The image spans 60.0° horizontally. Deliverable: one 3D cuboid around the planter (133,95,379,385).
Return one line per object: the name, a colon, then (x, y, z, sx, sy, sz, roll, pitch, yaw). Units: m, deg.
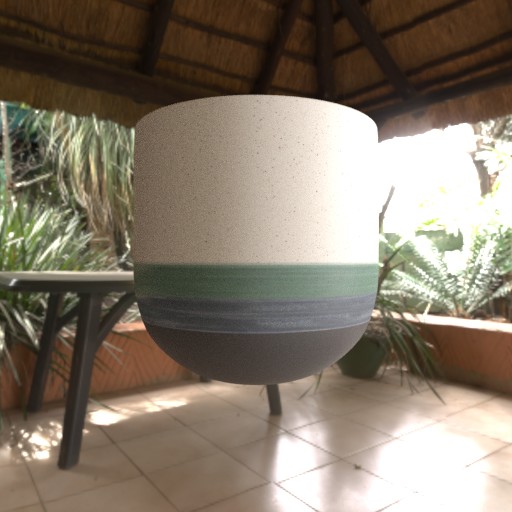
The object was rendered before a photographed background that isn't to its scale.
planter: (0.000, 0.000, 0.503, 0.268, 0.270, 0.268, 0, 0, 0)
